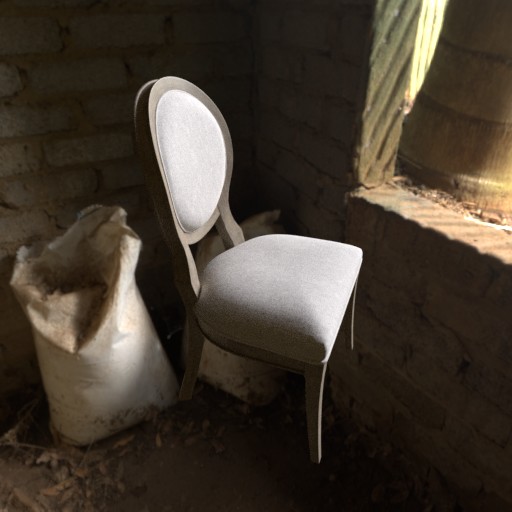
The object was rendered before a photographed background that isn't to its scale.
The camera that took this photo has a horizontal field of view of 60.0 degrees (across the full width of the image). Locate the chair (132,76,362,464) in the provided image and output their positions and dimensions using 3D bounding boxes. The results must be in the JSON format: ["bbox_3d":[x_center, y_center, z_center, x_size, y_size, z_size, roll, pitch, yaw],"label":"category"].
[{"bbox_3d":[0.000,0.000,1.348,0.602,0.990,0.558,11,33,18],"label":"chair"}]
